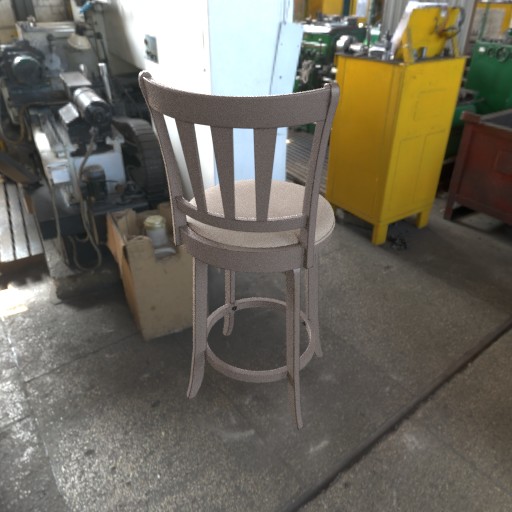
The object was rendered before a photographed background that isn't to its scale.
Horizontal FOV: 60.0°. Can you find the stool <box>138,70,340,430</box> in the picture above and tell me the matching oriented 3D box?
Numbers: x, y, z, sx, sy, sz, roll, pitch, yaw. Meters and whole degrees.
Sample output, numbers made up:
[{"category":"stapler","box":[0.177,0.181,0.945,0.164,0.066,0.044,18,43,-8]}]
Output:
[{"category":"stool","box":[0.000,0.000,1.282,0.436,1.023,0.475,10,33,16]}]
